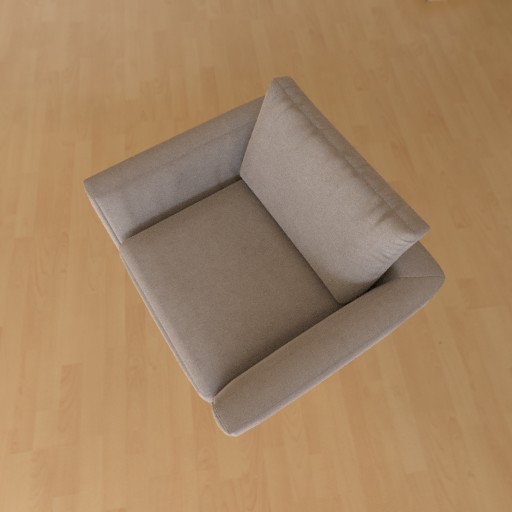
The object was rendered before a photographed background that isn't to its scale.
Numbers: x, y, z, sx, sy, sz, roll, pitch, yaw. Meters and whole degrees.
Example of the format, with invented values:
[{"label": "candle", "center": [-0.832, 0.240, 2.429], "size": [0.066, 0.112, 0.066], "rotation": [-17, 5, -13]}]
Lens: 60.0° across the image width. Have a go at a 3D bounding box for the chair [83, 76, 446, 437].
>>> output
[{"label": "chair", "center": [0.000, 0.000, 1.688], "size": [0.889, 0.864, 1.041], "rotation": [-30, 67, -14]}]
